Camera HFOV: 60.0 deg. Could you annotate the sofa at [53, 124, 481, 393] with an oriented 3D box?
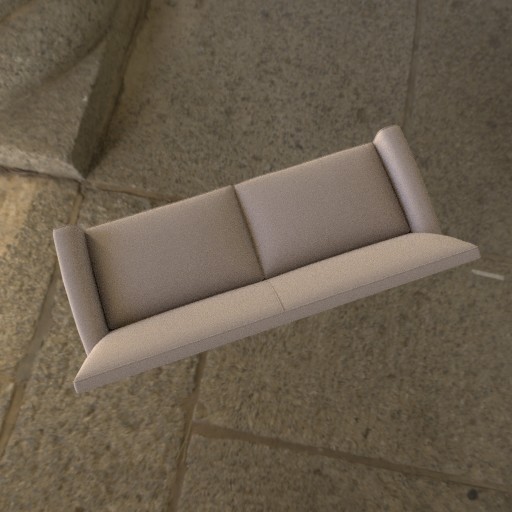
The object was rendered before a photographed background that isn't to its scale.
[{"bbox_3d":[0.000,0.000,2.461,2.000,0.846,0.875,-18,76,-5],"label":"sofa"}]
